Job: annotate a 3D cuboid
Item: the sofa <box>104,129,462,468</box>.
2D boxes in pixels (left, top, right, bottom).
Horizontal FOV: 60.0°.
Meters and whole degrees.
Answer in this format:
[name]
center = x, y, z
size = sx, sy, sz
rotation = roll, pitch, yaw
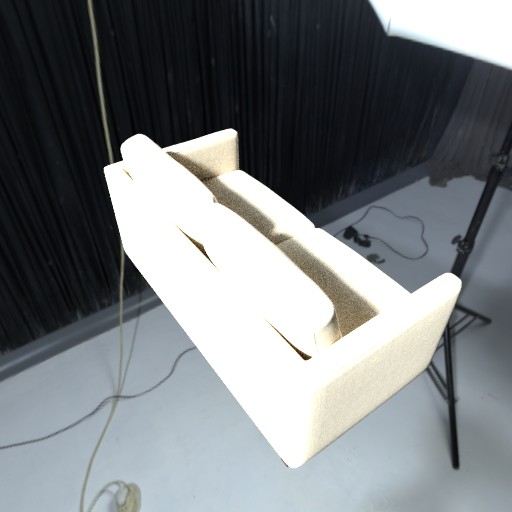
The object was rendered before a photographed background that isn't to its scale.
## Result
[sofa]
center = 0.000, 0.000, 2.461
size = 0.950, 0.963, 1.884
rotation = -25, 47, -26
